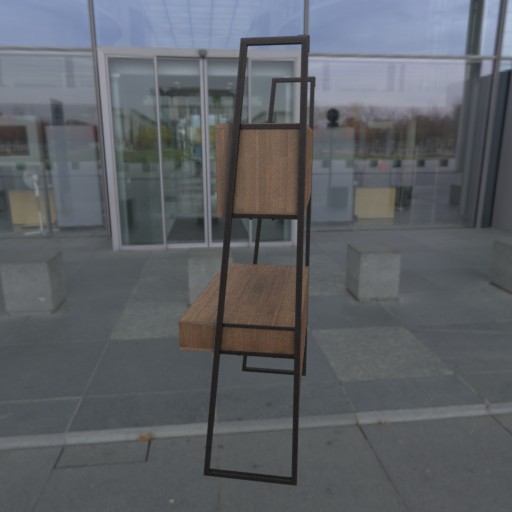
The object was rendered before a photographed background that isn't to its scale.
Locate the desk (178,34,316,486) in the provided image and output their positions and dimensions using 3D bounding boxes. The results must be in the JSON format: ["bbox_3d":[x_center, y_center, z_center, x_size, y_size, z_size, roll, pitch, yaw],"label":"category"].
[{"bbox_3d":[0.000,0.000,2.223,0.515,1.809,0.982,2,14,8],"label":"desk"}]
